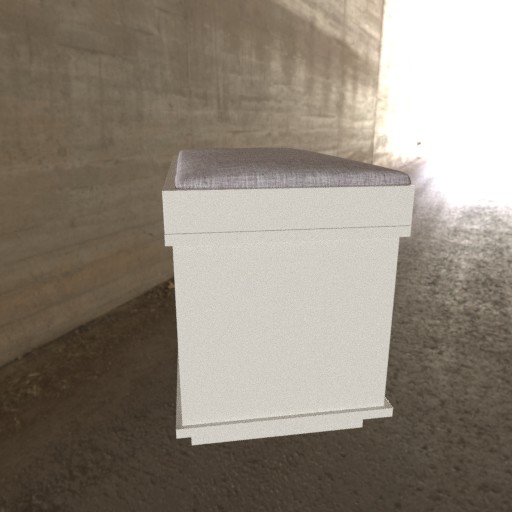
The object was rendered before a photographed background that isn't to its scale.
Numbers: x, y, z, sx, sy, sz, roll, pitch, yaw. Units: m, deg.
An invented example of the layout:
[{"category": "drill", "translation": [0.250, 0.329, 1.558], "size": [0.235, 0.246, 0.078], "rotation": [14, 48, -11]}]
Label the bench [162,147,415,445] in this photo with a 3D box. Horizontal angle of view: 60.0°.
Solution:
[{"category": "bench", "translation": [0.000, 0.000, 1.004], "size": [0.362, 0.461, 0.734], "rotation": [-3, 16, -9]}]
